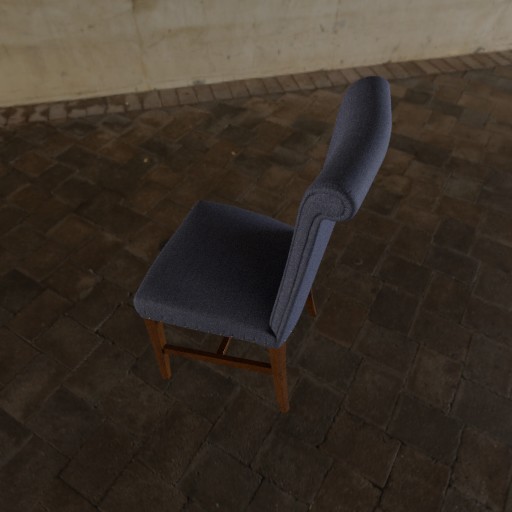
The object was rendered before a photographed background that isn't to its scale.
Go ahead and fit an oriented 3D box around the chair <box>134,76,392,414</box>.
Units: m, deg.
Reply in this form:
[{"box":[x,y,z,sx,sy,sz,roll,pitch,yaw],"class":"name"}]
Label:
[{"box":[0.000,0.000,1.360,0.608,0.988,0.513,13,48,12],"class":"chair"}]
